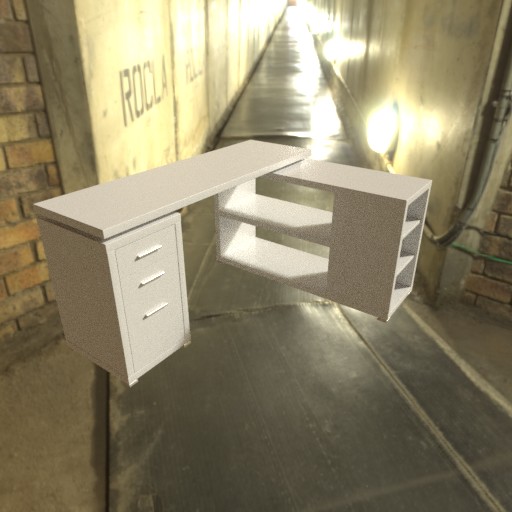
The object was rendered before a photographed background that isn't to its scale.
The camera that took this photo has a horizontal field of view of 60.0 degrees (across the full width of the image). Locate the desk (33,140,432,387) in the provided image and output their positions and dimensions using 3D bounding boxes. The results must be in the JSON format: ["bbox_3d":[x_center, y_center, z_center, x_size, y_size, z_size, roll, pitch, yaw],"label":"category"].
[{"bbox_3d":[0.000,0.000,2.256,1.200,0.753,1.524,18,32,32],"label":"desk"}]
